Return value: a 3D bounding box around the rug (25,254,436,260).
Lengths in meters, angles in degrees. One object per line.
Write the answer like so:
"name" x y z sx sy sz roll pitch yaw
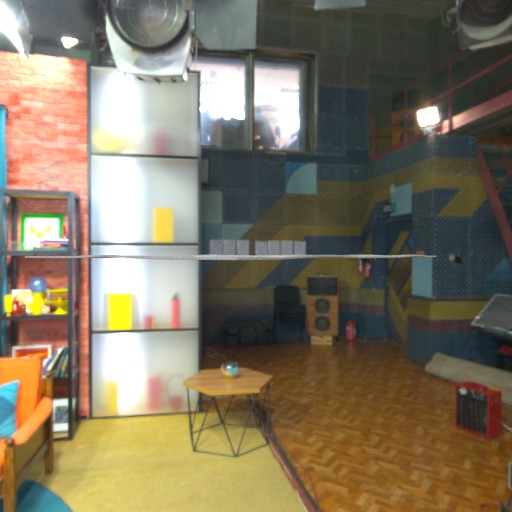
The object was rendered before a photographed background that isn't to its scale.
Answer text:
"rug" 0.000 0.000 4.347 2.428 0.027 3.333 0 0 39
